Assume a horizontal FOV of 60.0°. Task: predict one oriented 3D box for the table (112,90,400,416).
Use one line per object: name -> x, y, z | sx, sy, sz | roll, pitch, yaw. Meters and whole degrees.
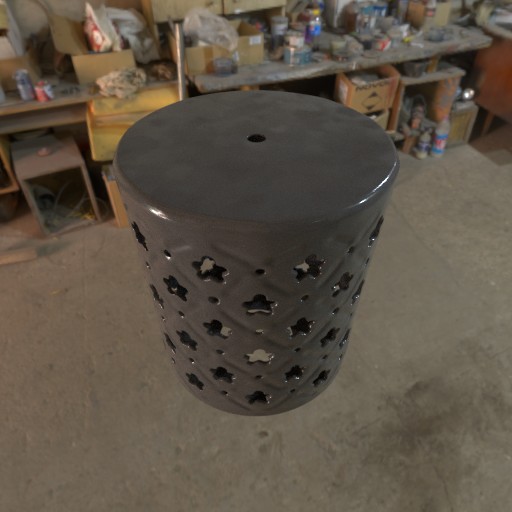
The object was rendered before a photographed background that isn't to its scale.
table -> 0.000, 0.000, 0.675 | 0.352, 0.387, 0.352 | 0, 41, 0
